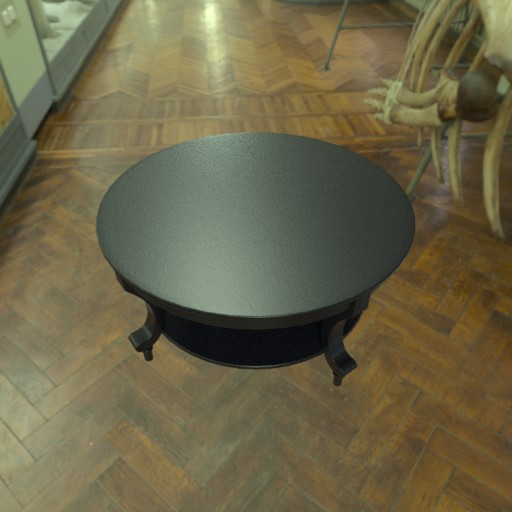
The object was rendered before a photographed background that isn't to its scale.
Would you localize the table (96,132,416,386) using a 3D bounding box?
[{"bbox_3d":[0.000,0.000,1.630,1.029,0.491,1.029,0,41,0],"label":"table"}]
